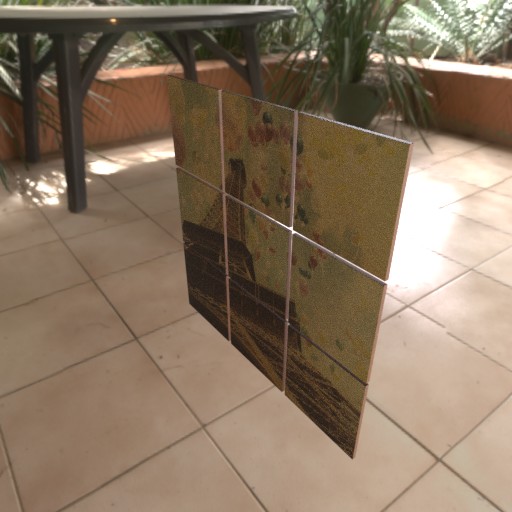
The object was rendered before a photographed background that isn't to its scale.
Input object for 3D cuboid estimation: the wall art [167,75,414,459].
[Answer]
[{"bbox_3d":[0.000,0.000,1.834,0.017,1.246,1.256,-22,37,-31],"label":"wall art"}]
